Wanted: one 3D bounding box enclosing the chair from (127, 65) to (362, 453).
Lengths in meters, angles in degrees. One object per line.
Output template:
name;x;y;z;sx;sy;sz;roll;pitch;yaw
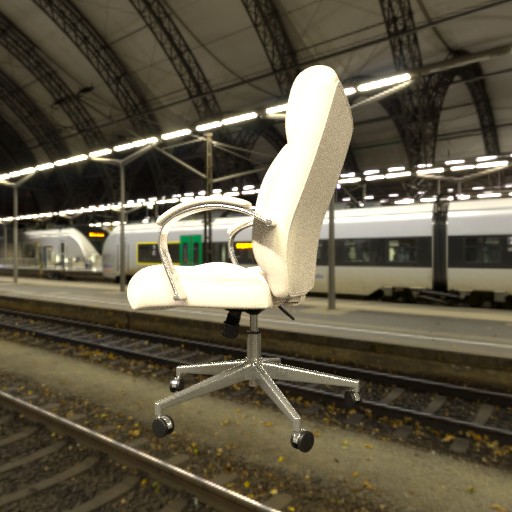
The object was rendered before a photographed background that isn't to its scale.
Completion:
chair;0.000;0.000;1.618;0.745;1.099;0.727;0;0;17
